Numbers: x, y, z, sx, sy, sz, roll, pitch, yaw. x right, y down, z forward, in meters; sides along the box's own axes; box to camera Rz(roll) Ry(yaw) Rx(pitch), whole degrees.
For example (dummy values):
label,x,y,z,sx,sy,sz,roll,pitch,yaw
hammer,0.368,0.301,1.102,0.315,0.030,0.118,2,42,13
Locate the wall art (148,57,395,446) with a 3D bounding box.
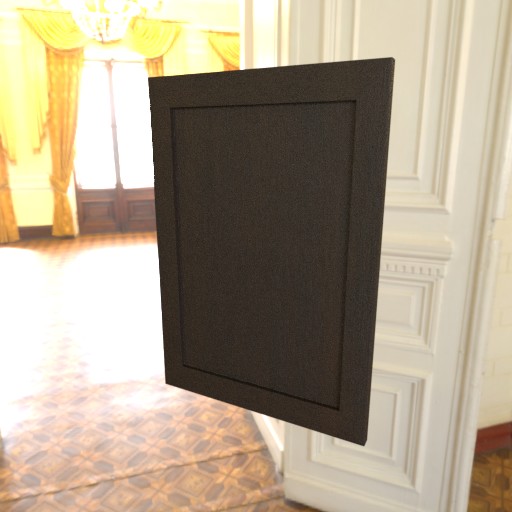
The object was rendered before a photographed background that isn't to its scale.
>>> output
label,x,y,z,sx,sy,sz,roll,pitch,yaw
wall art,0.000,0.000,0.655,0.359,0.513,0.017,8,17,27
